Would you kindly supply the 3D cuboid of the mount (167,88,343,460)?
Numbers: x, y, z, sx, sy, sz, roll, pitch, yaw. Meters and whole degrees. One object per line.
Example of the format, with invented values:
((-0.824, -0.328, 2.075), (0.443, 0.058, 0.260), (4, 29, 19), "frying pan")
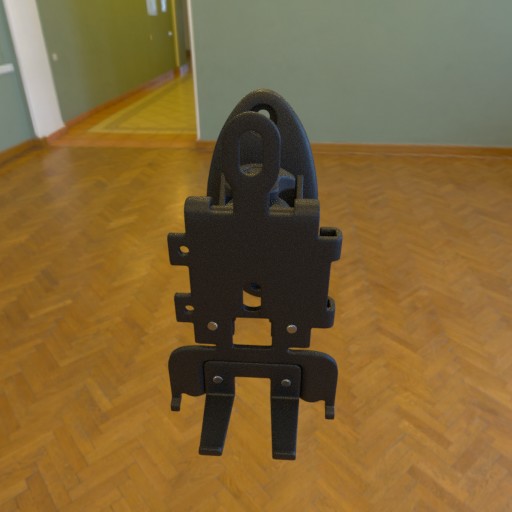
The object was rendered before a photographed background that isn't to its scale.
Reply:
((0.000, 0.000, 0.173), (0.066, 0.118, 0.100), (2, 30, 3), "mount")
